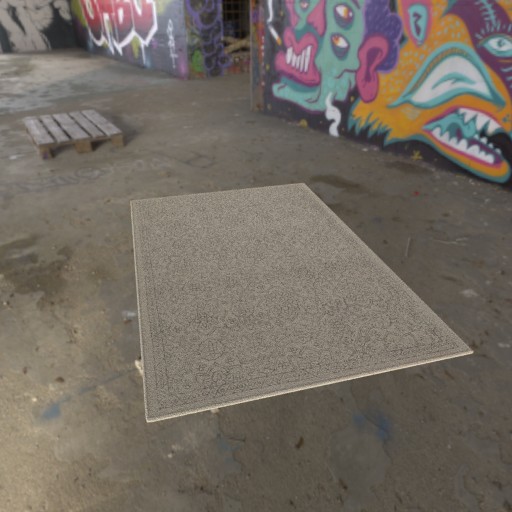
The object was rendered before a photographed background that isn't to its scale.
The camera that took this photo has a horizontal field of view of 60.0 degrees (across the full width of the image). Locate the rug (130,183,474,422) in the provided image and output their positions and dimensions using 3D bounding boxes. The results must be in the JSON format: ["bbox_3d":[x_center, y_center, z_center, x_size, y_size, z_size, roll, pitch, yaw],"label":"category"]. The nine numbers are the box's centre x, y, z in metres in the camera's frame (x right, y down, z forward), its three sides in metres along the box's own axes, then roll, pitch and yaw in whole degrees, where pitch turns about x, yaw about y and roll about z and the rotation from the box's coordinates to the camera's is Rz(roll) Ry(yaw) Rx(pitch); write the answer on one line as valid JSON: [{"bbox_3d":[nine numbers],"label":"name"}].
[{"bbox_3d":[0.000,0.000,2.302,1.219,0.010,1.829,-8,31,-13],"label":"rug"}]
